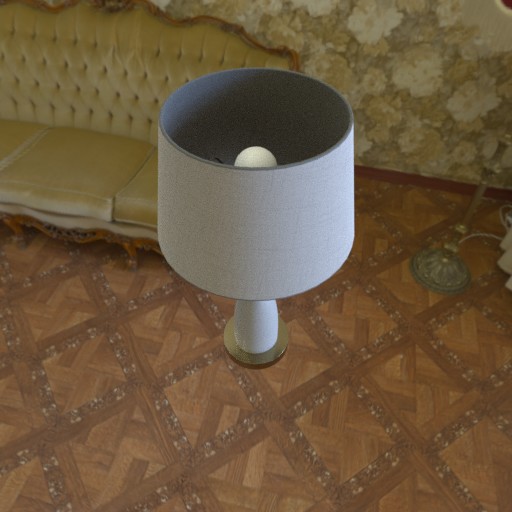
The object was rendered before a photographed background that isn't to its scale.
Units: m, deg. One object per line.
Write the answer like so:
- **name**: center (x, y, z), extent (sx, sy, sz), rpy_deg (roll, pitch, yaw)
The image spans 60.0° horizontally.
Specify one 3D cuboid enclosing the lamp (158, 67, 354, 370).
- **lamp**: center (0.000, 0.000, 0.762), extent (0.309, 0.545, 0.309), rpy_deg (0, 48, 0)
